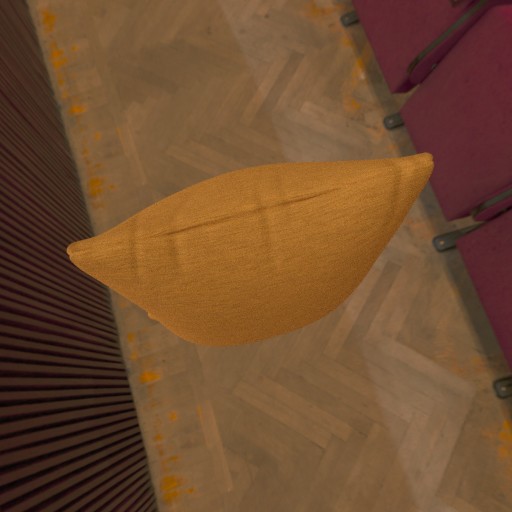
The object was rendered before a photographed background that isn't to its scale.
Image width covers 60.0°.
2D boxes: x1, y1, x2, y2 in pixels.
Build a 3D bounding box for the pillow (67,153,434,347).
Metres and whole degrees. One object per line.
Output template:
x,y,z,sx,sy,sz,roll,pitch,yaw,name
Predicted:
0.000,0.000,0.692,0.435,0.417,0.247,-15,74,-4,pillow
